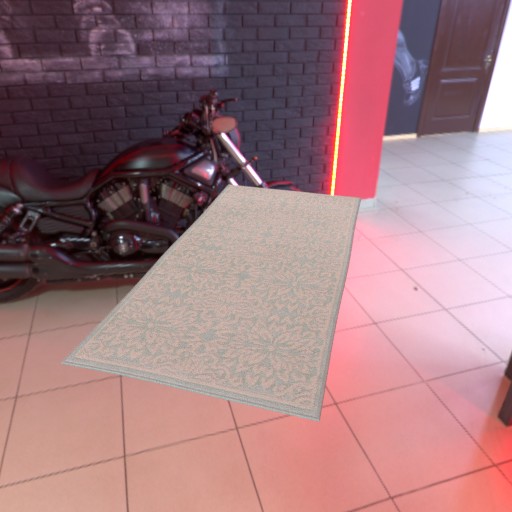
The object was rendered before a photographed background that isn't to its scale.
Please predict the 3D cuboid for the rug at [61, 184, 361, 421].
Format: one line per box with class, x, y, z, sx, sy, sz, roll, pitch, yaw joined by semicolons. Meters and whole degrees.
rug;0.000;0.000;1.467;0.604;0.007;1.219;8;31;14
